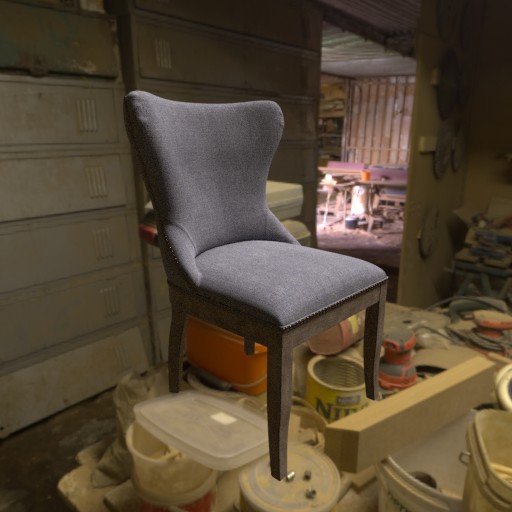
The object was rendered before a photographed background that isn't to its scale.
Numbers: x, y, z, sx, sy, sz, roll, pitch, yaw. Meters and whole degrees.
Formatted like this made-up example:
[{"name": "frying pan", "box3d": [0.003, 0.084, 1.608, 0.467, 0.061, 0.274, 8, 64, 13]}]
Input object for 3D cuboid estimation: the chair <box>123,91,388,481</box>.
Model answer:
[{"name": "chair", "box3d": [0.000, 0.000, 1.445, 0.681, 1.002, 0.654, 14, 21, 41]}]
